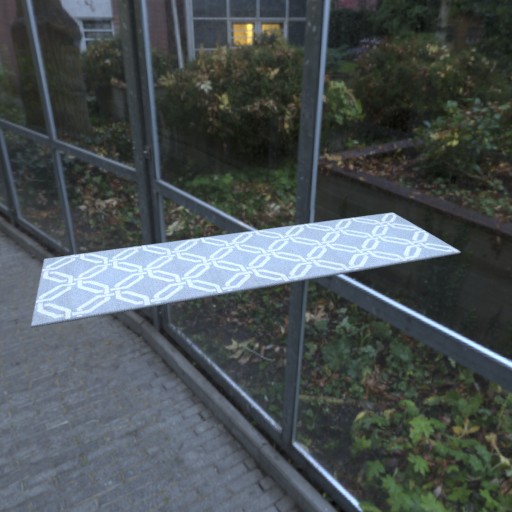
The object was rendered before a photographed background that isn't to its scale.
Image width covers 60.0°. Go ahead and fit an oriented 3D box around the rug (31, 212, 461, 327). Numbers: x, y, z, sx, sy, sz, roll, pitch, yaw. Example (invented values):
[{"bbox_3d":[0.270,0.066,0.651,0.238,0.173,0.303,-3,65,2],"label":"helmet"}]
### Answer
[{"bbox_3d":[0.000,0.000,2.520,2.276,0.014,0.678,-9,28,-17],"label":"rug"}]
